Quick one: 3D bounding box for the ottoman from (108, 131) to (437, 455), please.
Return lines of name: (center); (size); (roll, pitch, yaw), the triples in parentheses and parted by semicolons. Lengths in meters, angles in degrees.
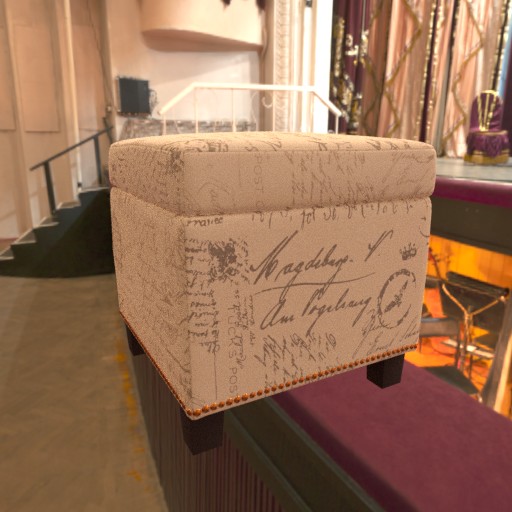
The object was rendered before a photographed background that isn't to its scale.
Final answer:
ottoman: (0.000, 0.000, 0.848); (0.450, 0.457, 0.449); (-8, 17, -28)
